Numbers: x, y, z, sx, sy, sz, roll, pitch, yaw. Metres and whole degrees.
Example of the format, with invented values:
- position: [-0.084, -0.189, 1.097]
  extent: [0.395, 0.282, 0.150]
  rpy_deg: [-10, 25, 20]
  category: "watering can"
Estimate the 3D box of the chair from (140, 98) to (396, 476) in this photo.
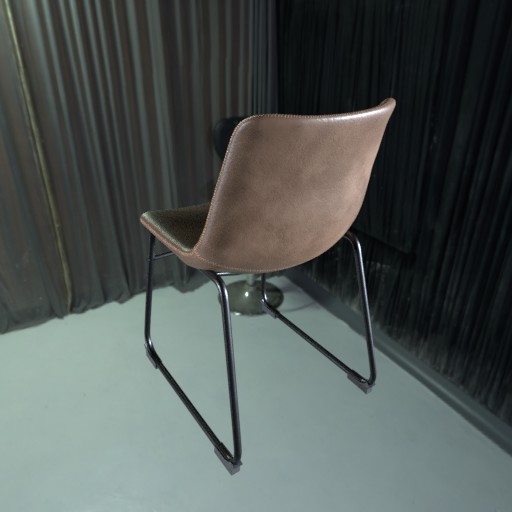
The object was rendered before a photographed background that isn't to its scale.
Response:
- position: [0.000, 0.000, 1.103]
  extent: [0.460, 0.780, 0.551]
  rpy_deg: [-18, 33, -30]
  category: "chair"
